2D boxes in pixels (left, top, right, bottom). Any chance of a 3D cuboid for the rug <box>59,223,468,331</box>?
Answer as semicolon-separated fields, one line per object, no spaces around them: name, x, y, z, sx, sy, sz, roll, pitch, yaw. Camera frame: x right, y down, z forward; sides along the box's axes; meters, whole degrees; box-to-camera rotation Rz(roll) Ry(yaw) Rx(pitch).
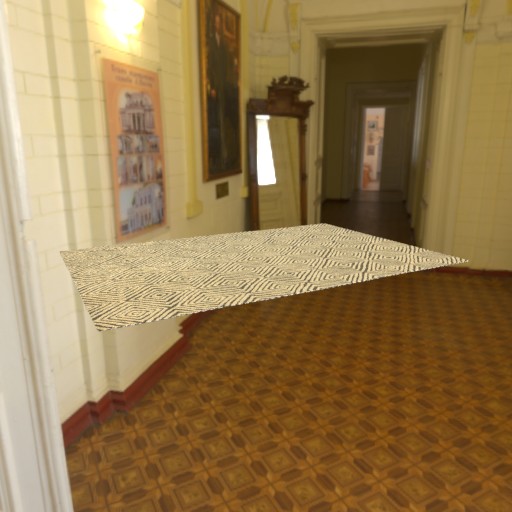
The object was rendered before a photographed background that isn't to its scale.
rug;0.000;0.000;2.271;1.750;0.004;1.177;-8;16;-28
